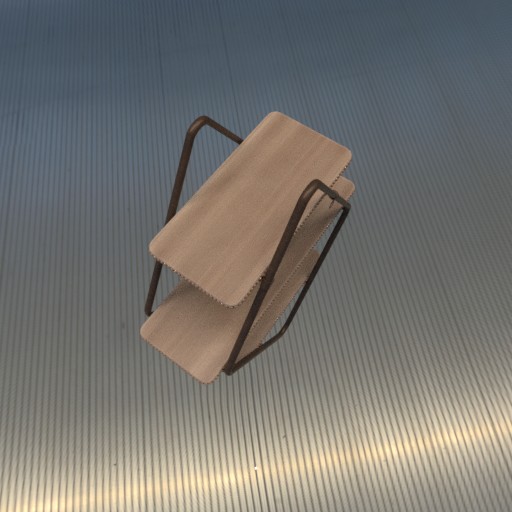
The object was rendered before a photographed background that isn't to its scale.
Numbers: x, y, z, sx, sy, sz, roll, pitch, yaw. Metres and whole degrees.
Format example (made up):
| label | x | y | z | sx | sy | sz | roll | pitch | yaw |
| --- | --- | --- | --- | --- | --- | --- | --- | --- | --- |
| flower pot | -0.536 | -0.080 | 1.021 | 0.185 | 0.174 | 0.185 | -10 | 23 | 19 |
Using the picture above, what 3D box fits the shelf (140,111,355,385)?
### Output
| label | x | y | z | sx | sy | sz | roll | pitch | yaw |
| --- | --- | --- | --- | --- | --- | --- | --- | --- | --- |
| shelf | 0.000 | 0.000 | 1.039 | 0.234 | 0.774 | 0.609 | 33 | 69 | 15 |
